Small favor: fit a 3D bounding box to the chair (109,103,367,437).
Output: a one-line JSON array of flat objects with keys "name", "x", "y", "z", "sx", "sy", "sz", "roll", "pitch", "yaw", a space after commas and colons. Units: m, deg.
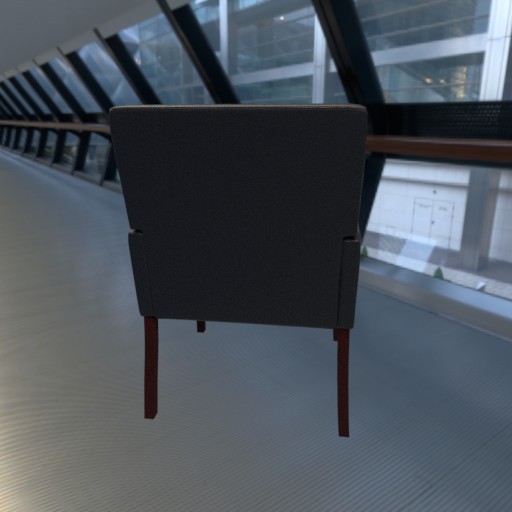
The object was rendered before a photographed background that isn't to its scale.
[{"name": "chair", "x": 0.000, "y": 0.000, "z": 1.523, "sx": 0.683, "sy": 0.951, "sz": 0.772, "roll": 2, "pitch": 16, "yaw": 8}]
